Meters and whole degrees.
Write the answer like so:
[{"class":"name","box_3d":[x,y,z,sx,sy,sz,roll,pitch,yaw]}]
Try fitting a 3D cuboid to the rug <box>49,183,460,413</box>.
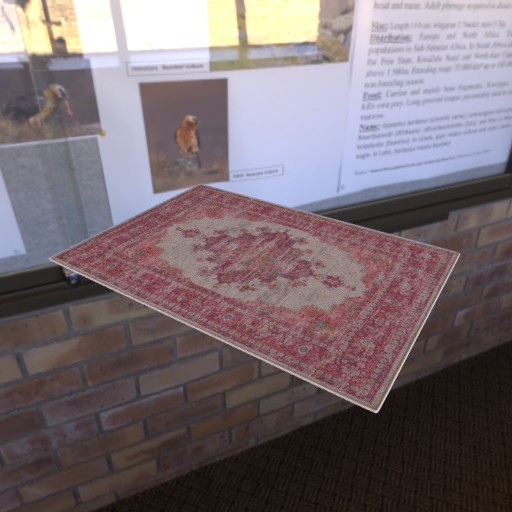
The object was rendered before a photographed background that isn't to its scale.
[{"class":"rug","box_3d":[0.000,0.000,3.762,2.878,0.014,2.005,19,36,28]}]
